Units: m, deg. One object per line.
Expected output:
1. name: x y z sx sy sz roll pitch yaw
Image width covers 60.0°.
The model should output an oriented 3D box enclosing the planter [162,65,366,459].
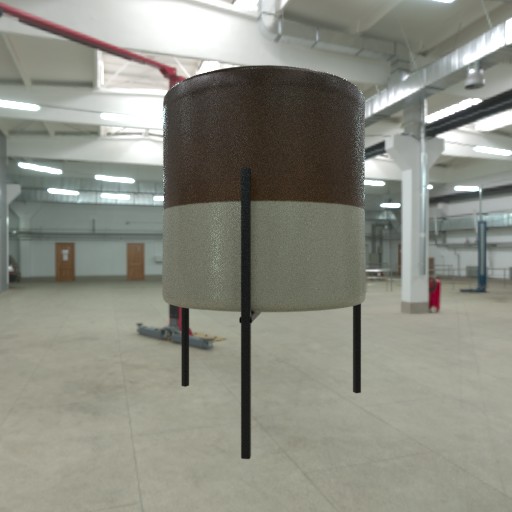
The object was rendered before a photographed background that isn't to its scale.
1. planter: 0.000 0.000 0.558 0.269 0.375 0.255 0 0 36
